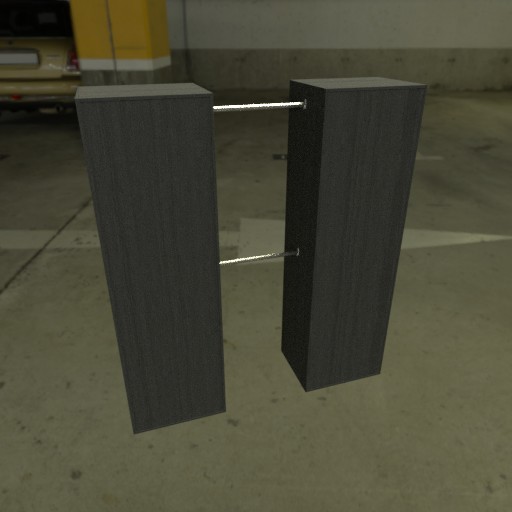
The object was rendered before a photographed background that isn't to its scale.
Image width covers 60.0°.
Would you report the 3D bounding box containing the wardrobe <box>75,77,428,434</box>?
[{"bbox_3d":[0.000,0.000,2.774,1.770,2.000,0.480,-8,28,-16],"label":"wardrobe"}]
